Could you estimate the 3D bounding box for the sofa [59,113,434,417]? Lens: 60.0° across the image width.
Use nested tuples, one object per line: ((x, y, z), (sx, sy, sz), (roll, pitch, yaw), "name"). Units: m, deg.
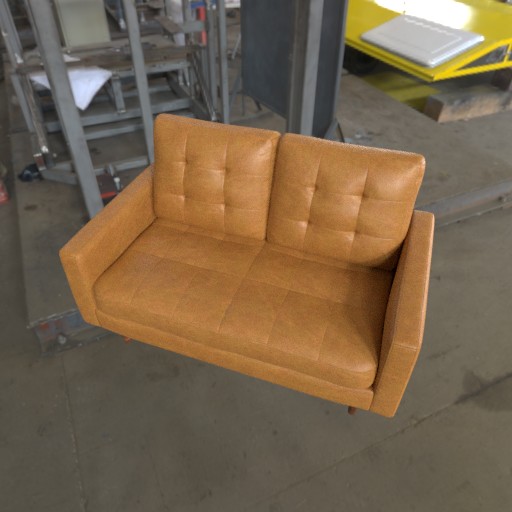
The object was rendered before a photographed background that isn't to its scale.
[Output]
((0.000, 0.000, 1.957), (1.430, 0.898, 0.868), (13, 43, 15), "sofa")
